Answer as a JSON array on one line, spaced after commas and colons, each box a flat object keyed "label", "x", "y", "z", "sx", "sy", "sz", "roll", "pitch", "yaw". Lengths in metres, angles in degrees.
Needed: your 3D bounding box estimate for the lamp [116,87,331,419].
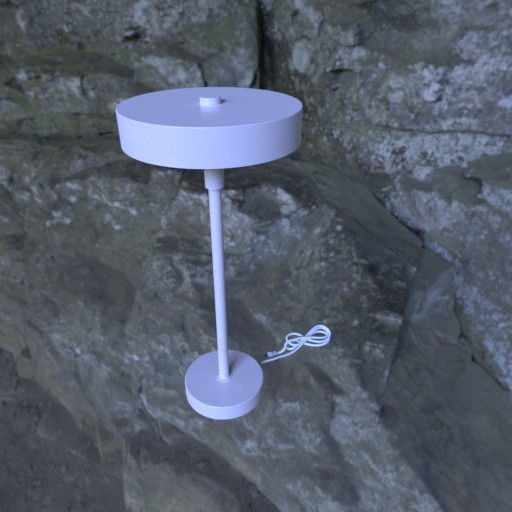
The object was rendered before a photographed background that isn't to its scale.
[{"label": "lamp", "x": 0.000, "y": 0.000, "z": 0.713, "sx": 0.369, "sy": 0.508, "sz": 0.229, "roll": -21, "pitch": 36, "yaw": -31}]
